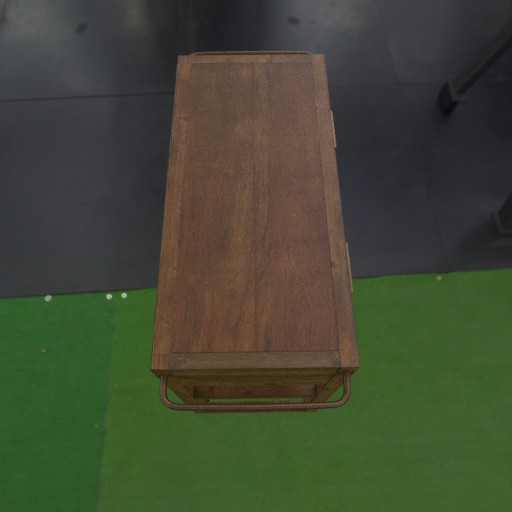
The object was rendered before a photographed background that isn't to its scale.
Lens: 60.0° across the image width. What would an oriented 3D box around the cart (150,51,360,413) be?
[{"bbox_3d":[0.000,0.000,1.477,0.445,0.830,1.065,-1,64,0],"label":"cart"}]
